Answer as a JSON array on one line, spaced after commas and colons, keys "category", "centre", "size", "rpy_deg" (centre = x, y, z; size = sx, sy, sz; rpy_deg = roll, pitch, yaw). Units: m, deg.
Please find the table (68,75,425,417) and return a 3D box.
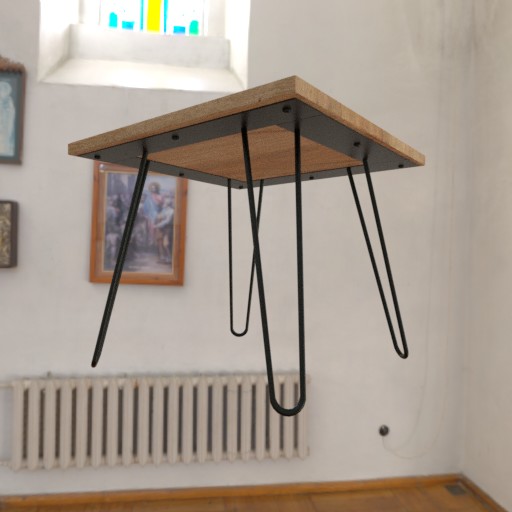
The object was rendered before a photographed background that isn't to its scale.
[{"category": "table", "centre": [0.000, 0.000, 1.039], "size": [0.599, 0.500, 0.599], "rpy_deg": [-1, -1, 37]}]
